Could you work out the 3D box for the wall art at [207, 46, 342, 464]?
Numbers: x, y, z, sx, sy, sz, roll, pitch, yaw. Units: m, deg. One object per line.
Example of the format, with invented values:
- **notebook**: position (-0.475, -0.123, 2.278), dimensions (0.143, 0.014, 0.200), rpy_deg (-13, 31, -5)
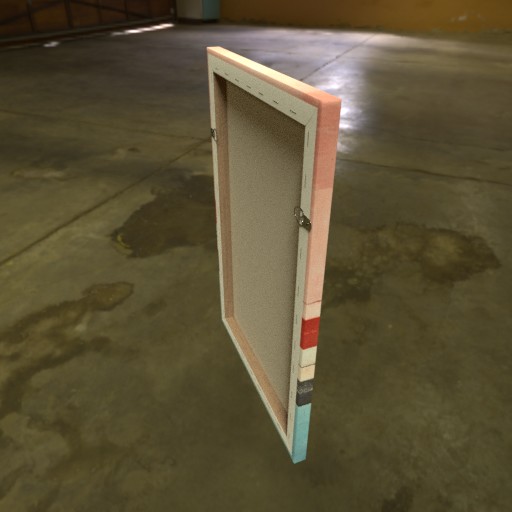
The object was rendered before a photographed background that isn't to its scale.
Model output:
- **wall art**: position (0.000, 0.000, 1.148), dimensions (0.038, 0.914, 0.610), rpy_deg (-12, 35, -18)
